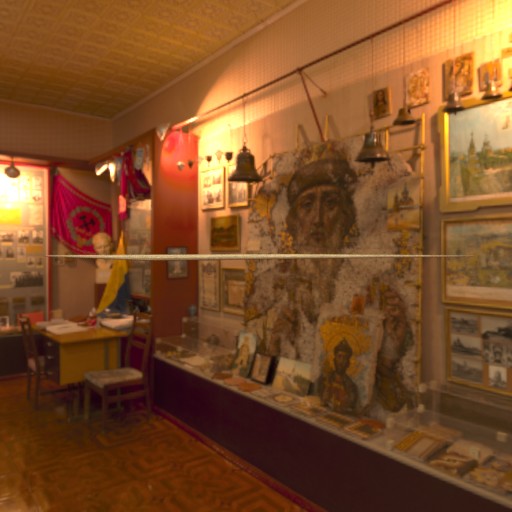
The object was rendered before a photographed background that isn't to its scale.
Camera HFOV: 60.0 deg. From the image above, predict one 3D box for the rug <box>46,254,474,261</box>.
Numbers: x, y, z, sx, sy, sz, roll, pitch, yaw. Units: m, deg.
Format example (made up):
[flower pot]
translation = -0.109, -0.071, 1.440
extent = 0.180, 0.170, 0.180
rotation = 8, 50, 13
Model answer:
[rug]
translation = 0.000, 0.000, 3.925
extent = 2.980, 0.012, 2.363
rotation = 0, 1, -36
